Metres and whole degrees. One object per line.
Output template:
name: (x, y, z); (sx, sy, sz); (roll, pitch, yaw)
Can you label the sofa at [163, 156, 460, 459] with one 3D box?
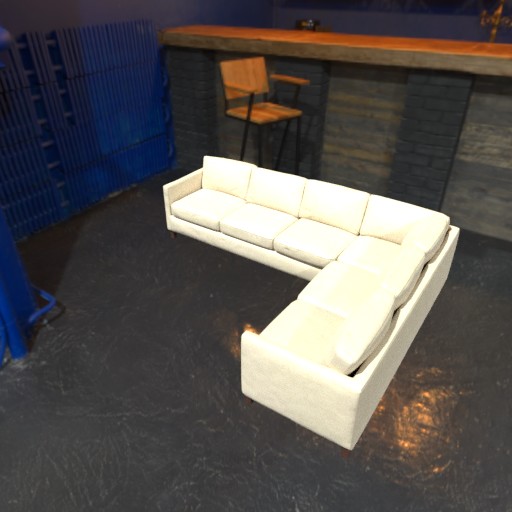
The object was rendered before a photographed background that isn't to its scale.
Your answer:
sofa: (0.000, 0.000, 4.489); (3.302, 0.947, 2.593); (20, 37, 29)
